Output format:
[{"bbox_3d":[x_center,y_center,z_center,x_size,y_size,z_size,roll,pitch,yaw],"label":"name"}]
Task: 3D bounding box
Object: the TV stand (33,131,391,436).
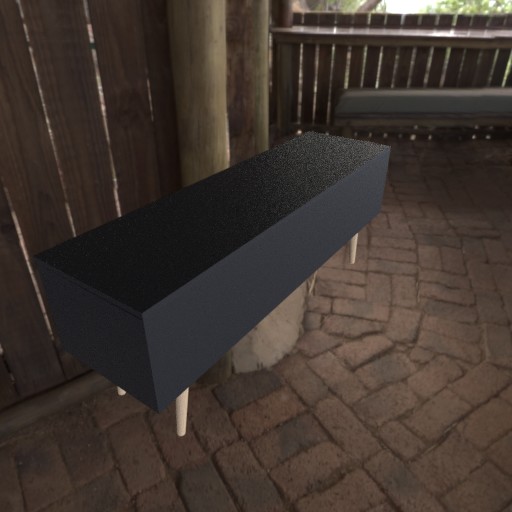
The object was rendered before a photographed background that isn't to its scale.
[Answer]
[{"bbox_3d":[0.000,0.000,1.546,0.390,0.518,1.312,20,37,30],"label":"TV stand"}]
